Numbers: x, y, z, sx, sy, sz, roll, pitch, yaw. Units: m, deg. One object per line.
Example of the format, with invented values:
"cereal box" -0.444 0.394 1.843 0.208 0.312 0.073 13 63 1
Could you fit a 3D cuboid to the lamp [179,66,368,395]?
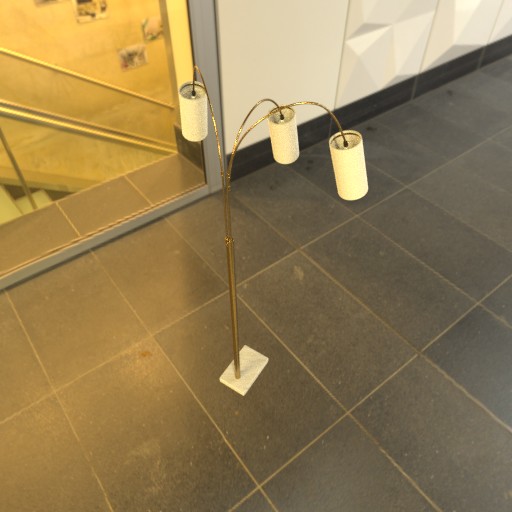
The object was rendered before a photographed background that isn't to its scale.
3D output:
"lamp" 0.000 0.000 2.509 1.020 2.055 0.667 25 52 22
